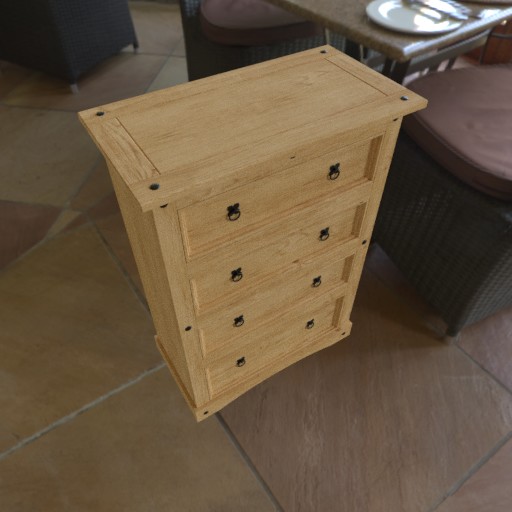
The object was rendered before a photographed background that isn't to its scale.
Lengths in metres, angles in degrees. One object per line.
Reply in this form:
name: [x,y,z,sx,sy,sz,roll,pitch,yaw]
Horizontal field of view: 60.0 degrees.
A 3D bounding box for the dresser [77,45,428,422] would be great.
dresser: [0.000,0.000,1.775,0.915,1.300,0.485,-24,52,-21]
